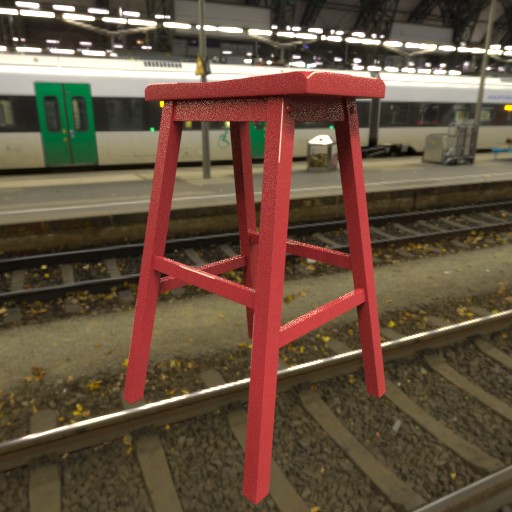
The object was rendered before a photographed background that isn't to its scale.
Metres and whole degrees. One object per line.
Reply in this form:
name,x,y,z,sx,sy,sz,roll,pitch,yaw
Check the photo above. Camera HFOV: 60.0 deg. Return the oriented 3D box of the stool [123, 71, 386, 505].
stool,0.000,0.000,1.003,0.457,0.737,0.476,16,23,41
